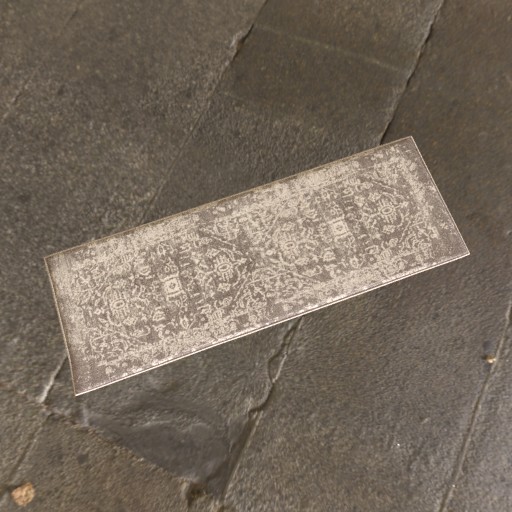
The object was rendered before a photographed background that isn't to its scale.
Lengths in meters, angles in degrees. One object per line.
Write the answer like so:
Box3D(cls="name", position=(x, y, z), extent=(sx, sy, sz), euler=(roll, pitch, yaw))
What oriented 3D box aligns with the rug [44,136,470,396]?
Box3D(cls="rug", position=(0.000, 0.000, 2.684), extent=(2.452, 0.017, 0.855), euler=(-19, 76, -5))
